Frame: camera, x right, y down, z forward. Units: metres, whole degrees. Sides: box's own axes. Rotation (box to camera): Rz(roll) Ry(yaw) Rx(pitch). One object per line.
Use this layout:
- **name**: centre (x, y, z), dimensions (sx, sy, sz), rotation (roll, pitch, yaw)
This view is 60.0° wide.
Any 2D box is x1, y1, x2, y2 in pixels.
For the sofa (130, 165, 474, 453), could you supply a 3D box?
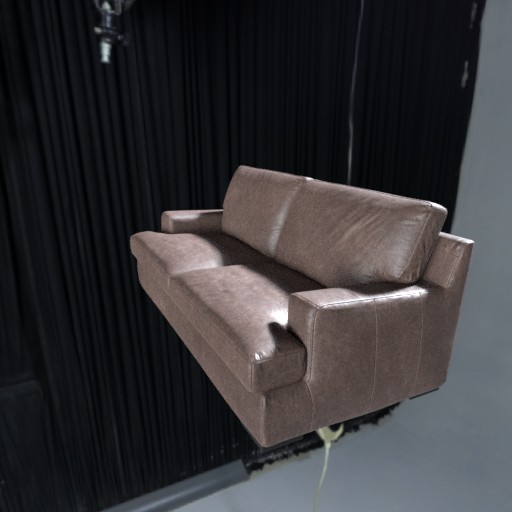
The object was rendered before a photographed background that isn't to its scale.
- **sofa**: centre (0.000, 0.000, 2.768), dimensions (1.143, 0.941, 2.261), rotation (-8, 18, -25)
